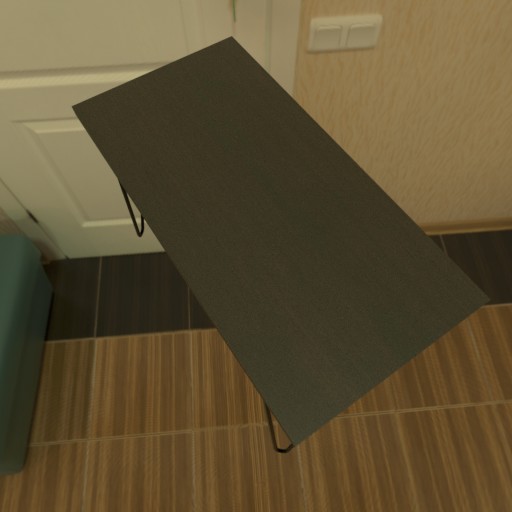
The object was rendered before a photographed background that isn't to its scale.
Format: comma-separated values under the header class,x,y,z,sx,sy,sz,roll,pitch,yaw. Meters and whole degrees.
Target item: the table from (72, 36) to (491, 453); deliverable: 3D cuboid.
class,x,y,z,sx,sy,sz,roll,pitch,yaw
table,0.000,0.000,1.331,0.499,0.660,0.991,-31,67,-15
